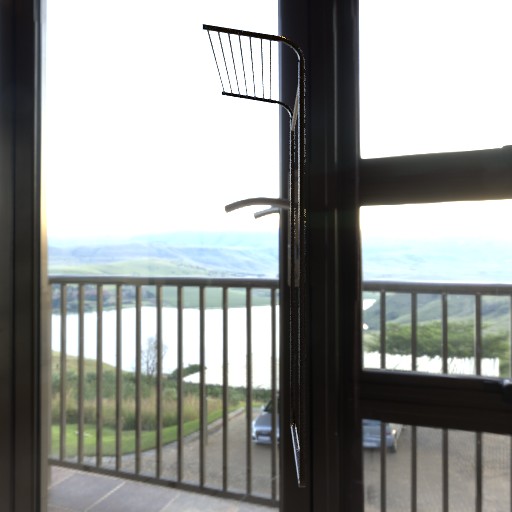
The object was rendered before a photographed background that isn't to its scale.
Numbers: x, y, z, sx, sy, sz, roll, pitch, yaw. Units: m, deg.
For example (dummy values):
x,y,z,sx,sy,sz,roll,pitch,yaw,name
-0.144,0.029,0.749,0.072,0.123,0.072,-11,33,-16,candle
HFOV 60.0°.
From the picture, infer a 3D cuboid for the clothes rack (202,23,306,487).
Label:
x,y,z,sx,sy,sz,roll,pitch,yaw,name
0.000,0.000,1.791,0.349,1.574,0.609,0,-1,2,clothes rack
